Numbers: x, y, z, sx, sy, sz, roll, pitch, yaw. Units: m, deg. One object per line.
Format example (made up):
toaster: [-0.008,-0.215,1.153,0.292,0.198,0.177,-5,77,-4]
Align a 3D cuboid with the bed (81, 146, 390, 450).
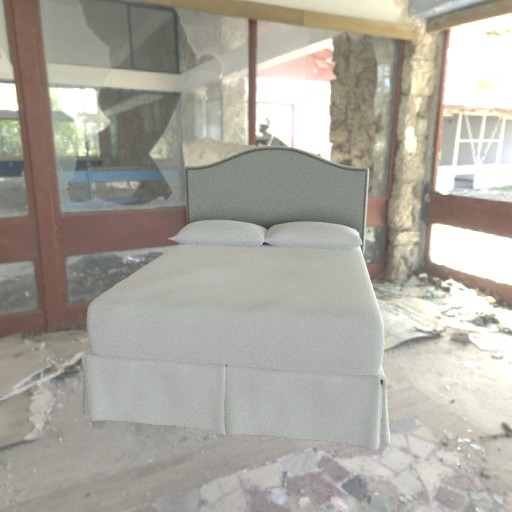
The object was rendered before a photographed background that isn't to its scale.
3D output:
bed: [0.000,0.000,3.334,1.813,1.607,2.180,2,14,9]
